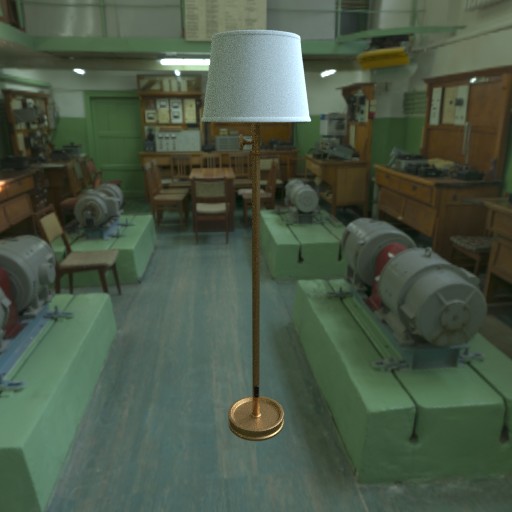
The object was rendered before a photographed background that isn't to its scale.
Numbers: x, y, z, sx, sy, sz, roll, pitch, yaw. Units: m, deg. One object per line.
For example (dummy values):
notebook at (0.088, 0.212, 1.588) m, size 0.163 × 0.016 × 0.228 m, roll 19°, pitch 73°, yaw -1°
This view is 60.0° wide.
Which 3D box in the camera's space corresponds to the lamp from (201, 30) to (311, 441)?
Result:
lamp at (0.000, 0.000, 0.796) m, size 0.178 × 0.710 × 0.178 m, roll 0°, pitch 18°, yaw 0°
